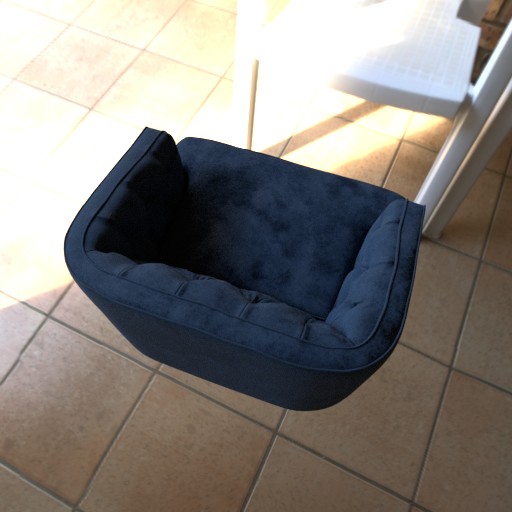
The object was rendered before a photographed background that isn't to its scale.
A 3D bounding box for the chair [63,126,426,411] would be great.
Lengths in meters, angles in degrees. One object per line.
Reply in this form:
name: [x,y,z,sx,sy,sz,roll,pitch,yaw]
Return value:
chair: [0.000,0.000,1.736,1.094,0.852,0.940,18,65,9]
